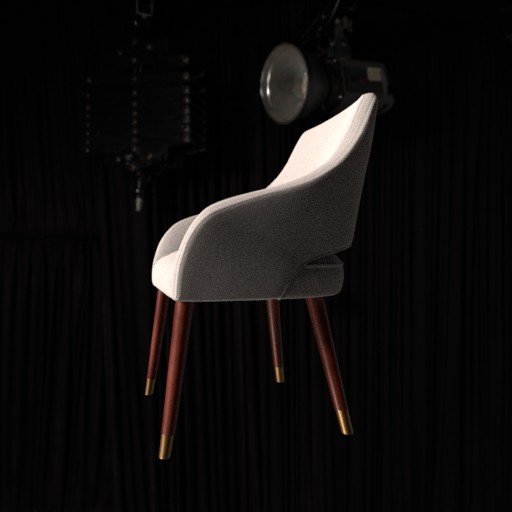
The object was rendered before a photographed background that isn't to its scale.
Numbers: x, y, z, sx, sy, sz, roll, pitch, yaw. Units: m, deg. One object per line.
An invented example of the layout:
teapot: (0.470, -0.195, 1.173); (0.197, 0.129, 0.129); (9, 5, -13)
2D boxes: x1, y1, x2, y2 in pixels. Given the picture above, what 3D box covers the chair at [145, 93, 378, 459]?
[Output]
chair: (0.000, 0.000, 1.294); (0.600, 0.889, 0.609); (0, 0, -18)
